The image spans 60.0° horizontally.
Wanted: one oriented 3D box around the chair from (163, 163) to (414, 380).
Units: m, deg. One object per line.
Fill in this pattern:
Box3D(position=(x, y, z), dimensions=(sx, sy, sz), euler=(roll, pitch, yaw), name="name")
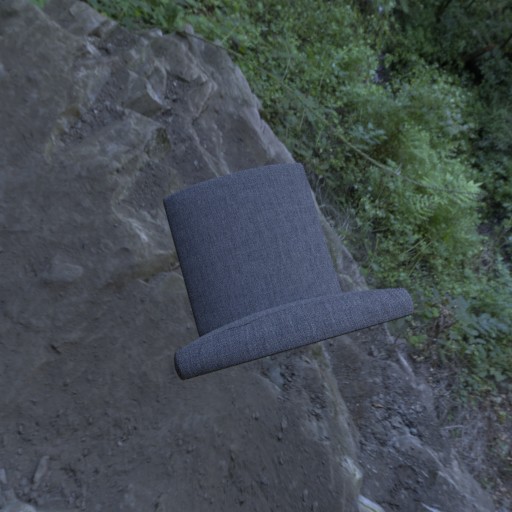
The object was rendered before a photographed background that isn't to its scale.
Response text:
Box3D(position=(0.000, 0.000, 1.257), dimensions=(0.451, 0.917, 0.580), euler=(-15, 76, -4), name="chair")
